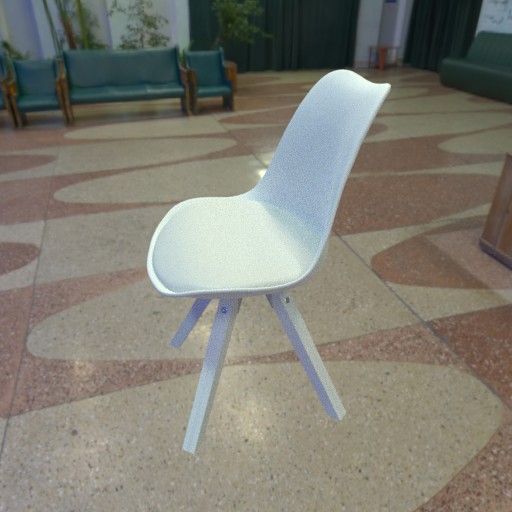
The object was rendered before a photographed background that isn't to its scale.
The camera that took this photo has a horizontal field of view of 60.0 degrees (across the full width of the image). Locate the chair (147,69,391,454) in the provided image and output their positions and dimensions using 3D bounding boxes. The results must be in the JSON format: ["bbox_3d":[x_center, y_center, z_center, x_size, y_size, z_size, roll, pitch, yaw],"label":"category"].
[{"bbox_3d":[0.000,0.000,1.145,0.550,0.850,0.485,-8,31,-12],"label":"chair"}]
